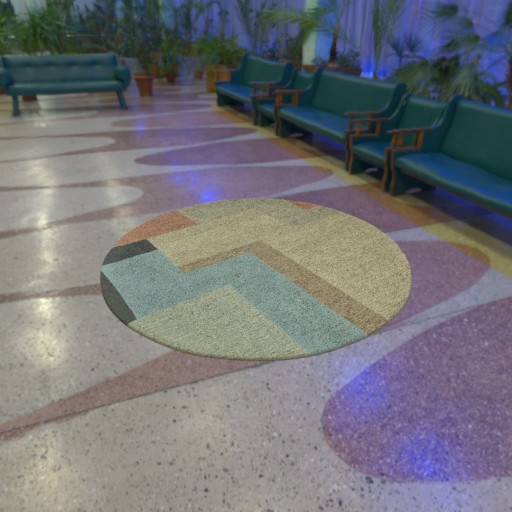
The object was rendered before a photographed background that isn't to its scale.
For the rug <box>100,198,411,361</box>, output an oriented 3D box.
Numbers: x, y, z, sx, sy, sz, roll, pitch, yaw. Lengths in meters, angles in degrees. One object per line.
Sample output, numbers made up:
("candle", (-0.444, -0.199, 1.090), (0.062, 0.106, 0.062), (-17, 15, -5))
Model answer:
("rug", (0.000, 0.000, 3.649), (2.461, 0.033, 2.461), (0, 30, 0))
